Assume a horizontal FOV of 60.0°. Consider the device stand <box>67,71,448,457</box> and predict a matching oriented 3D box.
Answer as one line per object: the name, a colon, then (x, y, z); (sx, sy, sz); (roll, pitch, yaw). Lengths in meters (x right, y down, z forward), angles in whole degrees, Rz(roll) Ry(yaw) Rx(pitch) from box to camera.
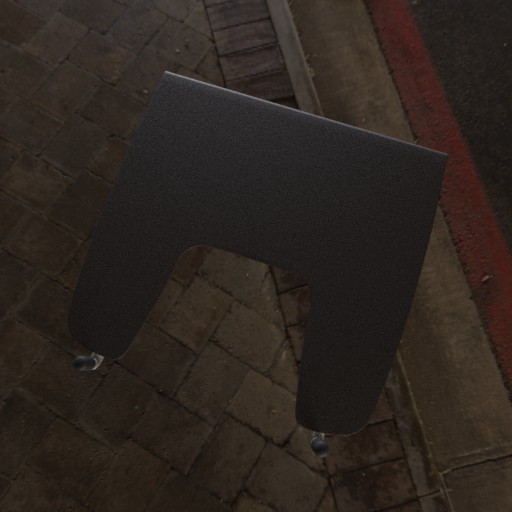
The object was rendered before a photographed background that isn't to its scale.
device stand: (0.000, 0.000, 0.338); (0.230, 0.092, 0.230); (18, 76, 5)
